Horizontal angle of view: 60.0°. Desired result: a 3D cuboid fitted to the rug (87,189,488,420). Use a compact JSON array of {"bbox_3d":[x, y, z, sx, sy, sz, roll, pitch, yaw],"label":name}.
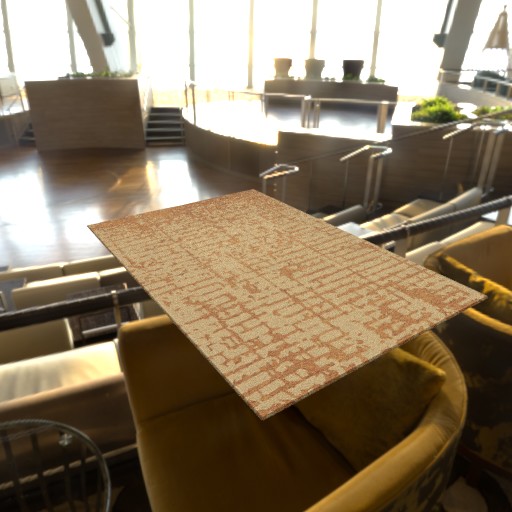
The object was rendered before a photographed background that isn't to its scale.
[{"bbox_3d":[0.000,0.000,2.310,1.219,0.011,1.829,-17,31,-31],"label":"rug"}]
